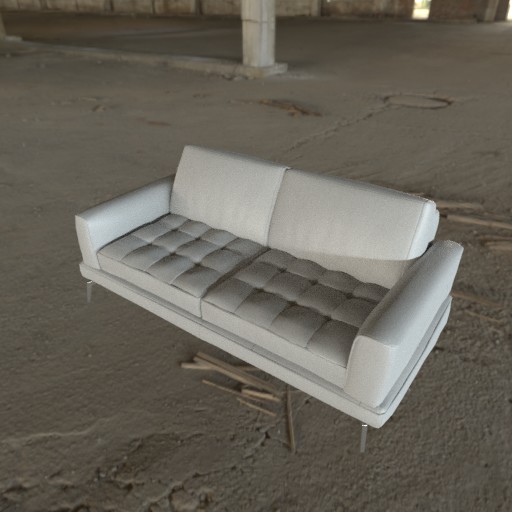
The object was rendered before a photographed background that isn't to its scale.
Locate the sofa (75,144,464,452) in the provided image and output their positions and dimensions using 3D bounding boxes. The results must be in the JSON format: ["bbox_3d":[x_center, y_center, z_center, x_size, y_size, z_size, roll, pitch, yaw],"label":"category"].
[{"bbox_3d":[0.000,0.000,2.704,2.177,0.930,1.121,20,36,30],"label":"sofa"}]
